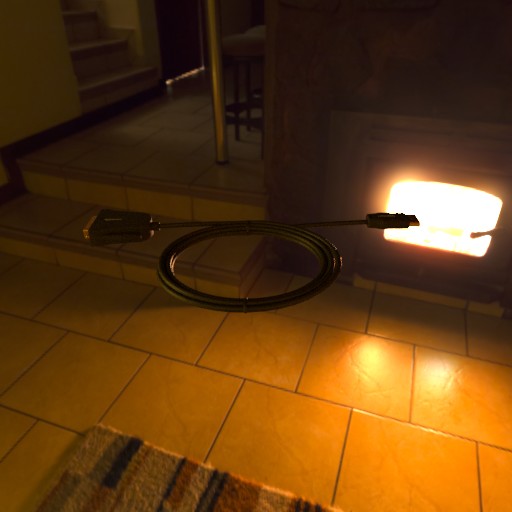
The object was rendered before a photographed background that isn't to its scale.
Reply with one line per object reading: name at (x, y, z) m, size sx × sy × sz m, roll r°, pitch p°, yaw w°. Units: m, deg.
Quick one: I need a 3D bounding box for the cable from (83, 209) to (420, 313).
cable at (0.000, 0.000, 0.336) m, size 0.281 × 0.015 × 0.136 m, roll 0°, pitch 32°, yaw 0°
